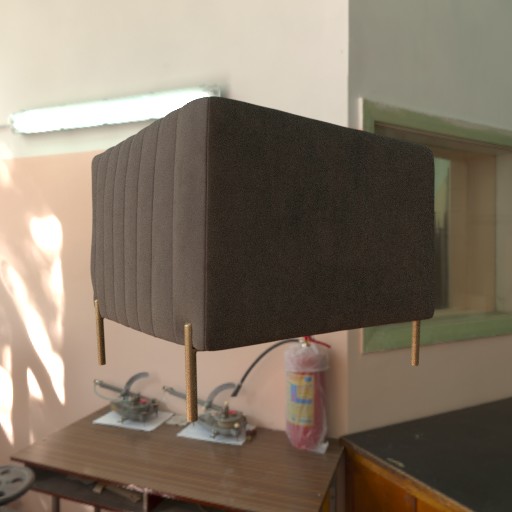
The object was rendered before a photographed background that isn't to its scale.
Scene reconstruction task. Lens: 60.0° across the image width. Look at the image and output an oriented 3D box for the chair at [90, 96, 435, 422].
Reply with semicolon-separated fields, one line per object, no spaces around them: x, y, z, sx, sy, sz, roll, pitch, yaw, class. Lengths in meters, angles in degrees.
0.000;0.000;1.601;0.981;0.779;0.873;0;0;-36;chair
